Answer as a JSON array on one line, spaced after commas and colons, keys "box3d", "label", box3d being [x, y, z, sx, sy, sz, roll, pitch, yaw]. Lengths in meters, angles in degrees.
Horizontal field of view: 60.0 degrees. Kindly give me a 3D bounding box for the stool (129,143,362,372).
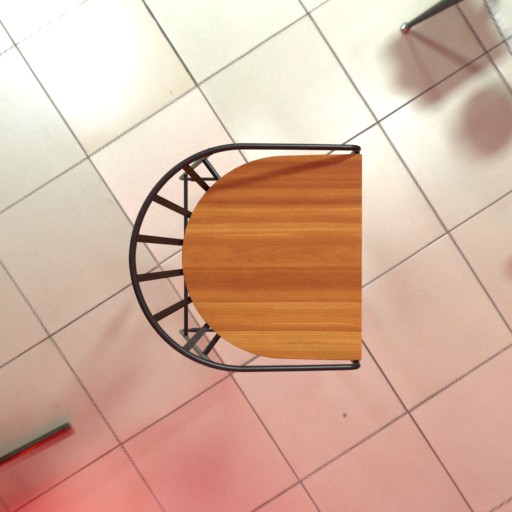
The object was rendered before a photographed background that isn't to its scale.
[{"box3d": [0.000, 0.000, 1.168, 0.521, 0.812, 0.546, 0, 91, -1], "label": "stool"}]
